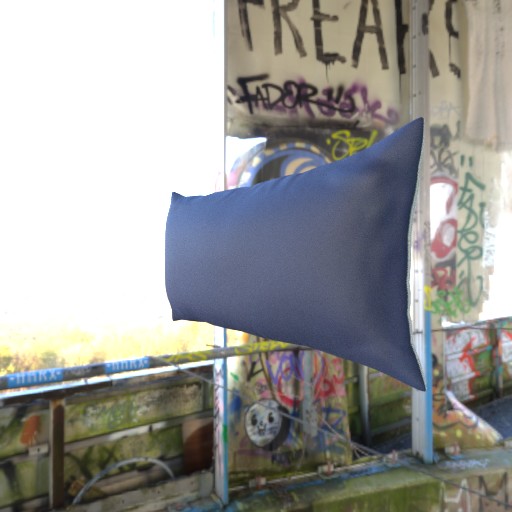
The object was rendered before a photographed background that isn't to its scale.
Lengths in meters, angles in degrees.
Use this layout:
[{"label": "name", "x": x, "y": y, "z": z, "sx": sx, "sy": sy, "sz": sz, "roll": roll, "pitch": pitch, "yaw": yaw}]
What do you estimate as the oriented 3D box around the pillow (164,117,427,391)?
[{"label": "pillow", "x": 0.000, "y": 0.000, "z": 0.710, "sx": 0.151, "sy": 0.287, "sz": 0.610, "roll": 0, "pitch": 0, "yaw": -36}]
